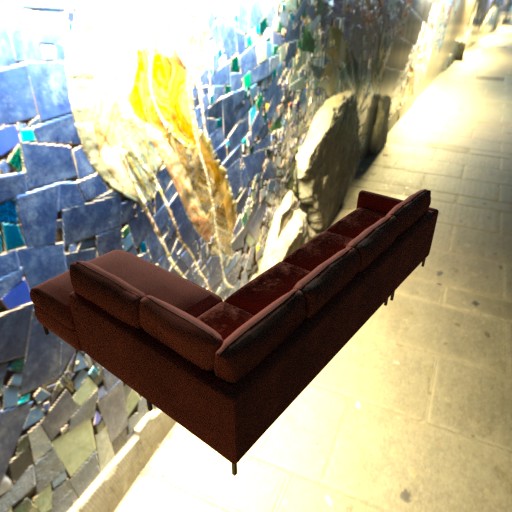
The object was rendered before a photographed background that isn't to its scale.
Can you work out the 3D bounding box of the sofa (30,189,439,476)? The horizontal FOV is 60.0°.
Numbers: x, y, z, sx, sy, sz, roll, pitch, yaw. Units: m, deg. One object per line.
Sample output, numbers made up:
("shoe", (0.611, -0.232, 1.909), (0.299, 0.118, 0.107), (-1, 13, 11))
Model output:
("sofa", (0.000, 0.000, 3.473), (1.879, 0.757, 2.736), (22, 37, 33))
